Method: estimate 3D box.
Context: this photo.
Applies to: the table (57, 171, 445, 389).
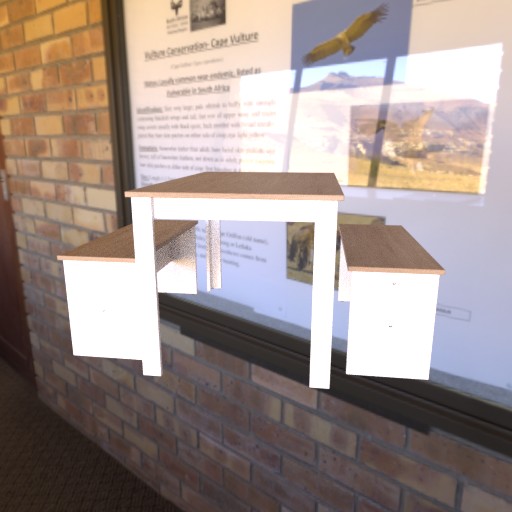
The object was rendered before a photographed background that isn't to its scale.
[{"bbox_3d":[0.000,0.000,2.062,1.443,0.700,1.100,2,14,8],"label":"table"}]
